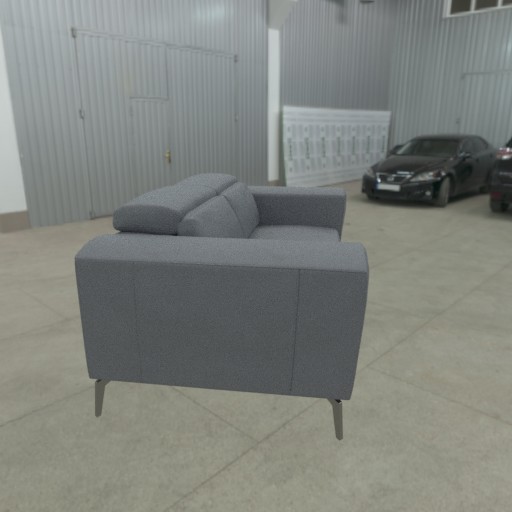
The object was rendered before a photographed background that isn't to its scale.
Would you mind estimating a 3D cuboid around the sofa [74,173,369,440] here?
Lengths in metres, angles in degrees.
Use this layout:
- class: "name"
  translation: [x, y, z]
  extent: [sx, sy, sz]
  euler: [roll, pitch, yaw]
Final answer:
- class: "sofa"
  translation: [0.000, 0.000, 2.377]
  extent: [1.003, 0.779, 1.895]
  euler: [2, 16, 8]
